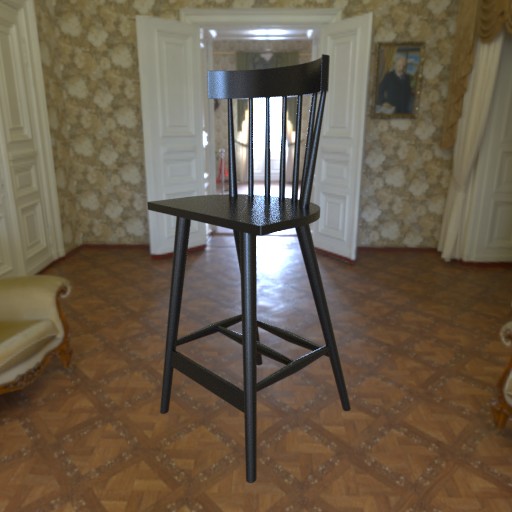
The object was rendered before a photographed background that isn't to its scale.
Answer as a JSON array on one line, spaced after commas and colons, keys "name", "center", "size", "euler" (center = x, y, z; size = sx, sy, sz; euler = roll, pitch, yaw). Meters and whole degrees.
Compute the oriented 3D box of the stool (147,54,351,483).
[{"name": "stool", "center": [0.000, 0.000, 1.358], "size": [0.483, 1.092, 0.482], "euler": [-15, 22, -42]}]
